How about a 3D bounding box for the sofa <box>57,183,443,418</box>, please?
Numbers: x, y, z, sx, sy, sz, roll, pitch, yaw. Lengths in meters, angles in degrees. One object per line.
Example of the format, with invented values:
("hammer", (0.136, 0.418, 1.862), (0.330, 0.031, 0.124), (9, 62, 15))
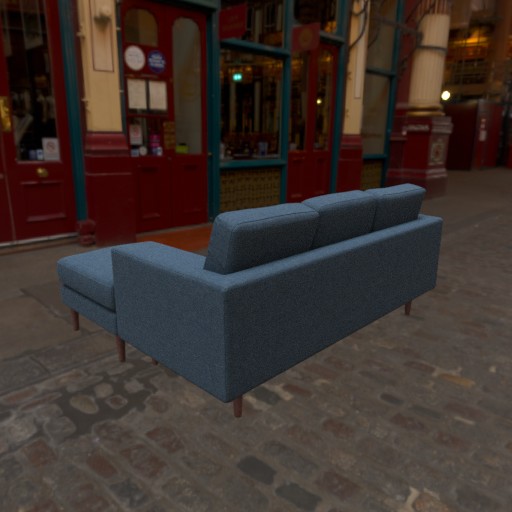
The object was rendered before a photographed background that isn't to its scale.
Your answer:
("sofa", (0.000, 0.000, 3.011), (1.667, 0.957, 2.055), (15, 21, 43))
